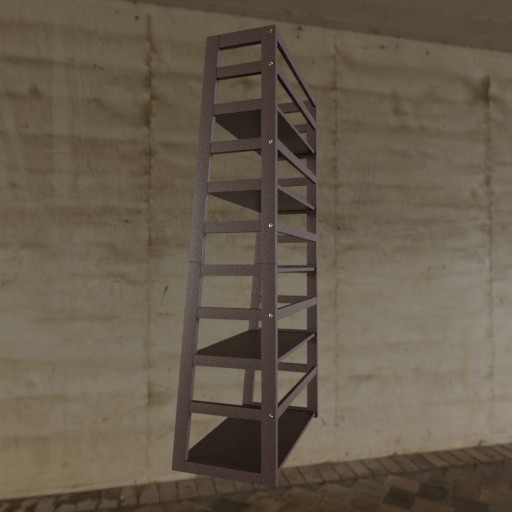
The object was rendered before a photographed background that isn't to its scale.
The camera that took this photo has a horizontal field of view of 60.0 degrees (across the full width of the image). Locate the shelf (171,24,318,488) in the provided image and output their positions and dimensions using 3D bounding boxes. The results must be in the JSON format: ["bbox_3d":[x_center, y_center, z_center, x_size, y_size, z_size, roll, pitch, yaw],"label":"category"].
[{"bbox_3d":[0.000,0.000,1.953,0.403,1.600,0.763,0,-1,19],"label":"shelf"}]
